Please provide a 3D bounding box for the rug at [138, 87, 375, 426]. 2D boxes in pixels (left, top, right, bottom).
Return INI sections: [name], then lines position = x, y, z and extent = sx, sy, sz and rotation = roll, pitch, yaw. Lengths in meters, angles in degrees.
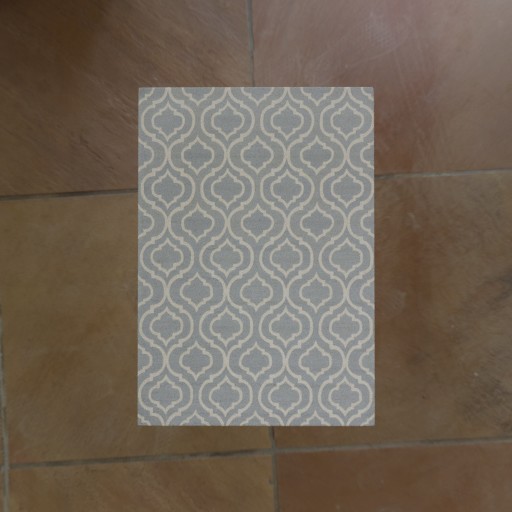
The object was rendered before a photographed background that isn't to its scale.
[rug]
position = 0.000, 0.000, 2.726
extent = 1.451, 0.010, 2.080
rotation = 0, 89, 0
